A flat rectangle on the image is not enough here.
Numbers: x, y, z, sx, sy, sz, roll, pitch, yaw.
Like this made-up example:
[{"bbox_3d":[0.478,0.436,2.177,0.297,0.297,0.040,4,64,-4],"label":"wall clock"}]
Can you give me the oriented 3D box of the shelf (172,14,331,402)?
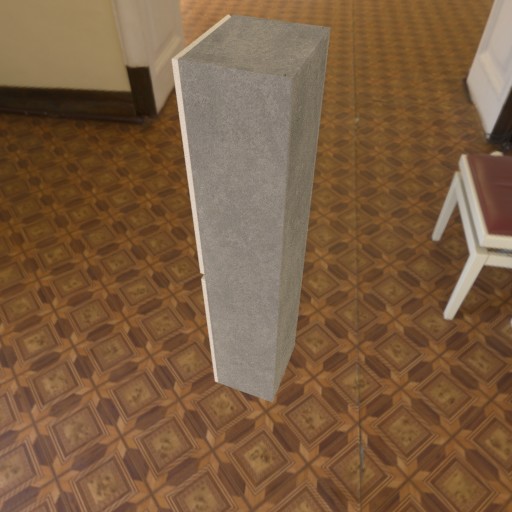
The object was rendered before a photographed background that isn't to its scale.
[{"bbox_3d":[0.000,0.000,1.511,0.270,1.400,0.300,16,48,15],"label":"shelf"}]
